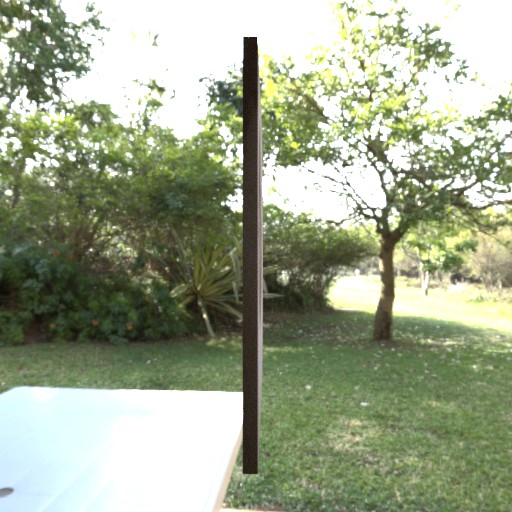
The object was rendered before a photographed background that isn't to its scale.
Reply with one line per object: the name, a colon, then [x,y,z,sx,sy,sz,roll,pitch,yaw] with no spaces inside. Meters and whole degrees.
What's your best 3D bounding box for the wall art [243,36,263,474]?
wall art: [0.000,0.000,1.151,0.027,0.762,0.762,0,0,2]
